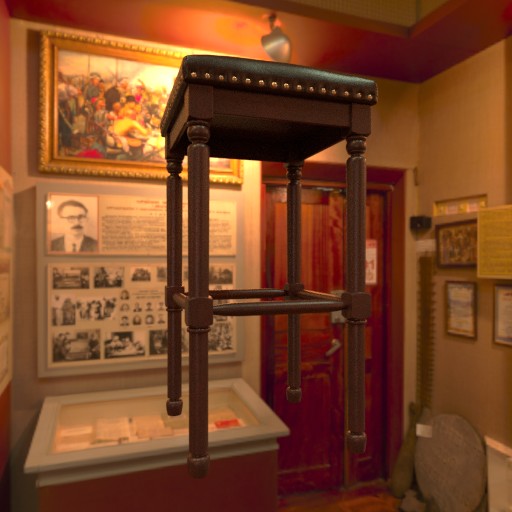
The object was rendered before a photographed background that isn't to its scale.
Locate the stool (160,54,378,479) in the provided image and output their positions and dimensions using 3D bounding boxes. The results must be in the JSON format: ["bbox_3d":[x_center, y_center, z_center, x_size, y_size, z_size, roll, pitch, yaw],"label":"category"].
[{"bbox_3d":[0.000,0.000,0.978,0.382,0.768,0.383,0,0,-18],"label":"stool"}]
